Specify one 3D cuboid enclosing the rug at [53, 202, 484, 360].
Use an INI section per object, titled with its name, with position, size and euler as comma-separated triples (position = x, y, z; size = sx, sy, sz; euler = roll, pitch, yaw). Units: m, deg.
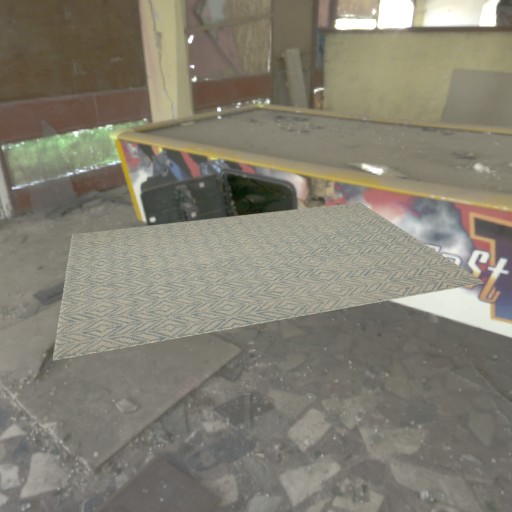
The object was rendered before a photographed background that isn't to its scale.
[rug]
position = 0.000, 0.000, 3.029
size = 2.441, 0.008, 1.526
euler = -8, 27, -15
